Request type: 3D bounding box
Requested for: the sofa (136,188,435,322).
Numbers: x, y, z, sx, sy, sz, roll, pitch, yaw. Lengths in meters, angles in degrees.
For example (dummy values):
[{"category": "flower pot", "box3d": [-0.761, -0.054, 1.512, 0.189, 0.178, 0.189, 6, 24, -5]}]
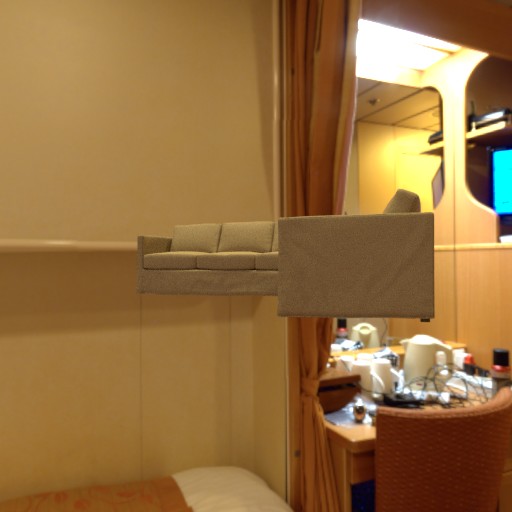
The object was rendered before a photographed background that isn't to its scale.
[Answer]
[{"category": "sofa", "box3d": [0.000, 0.000, 4.383, 3.182, 0.871, 2.432, 0, -1, 19]}]
